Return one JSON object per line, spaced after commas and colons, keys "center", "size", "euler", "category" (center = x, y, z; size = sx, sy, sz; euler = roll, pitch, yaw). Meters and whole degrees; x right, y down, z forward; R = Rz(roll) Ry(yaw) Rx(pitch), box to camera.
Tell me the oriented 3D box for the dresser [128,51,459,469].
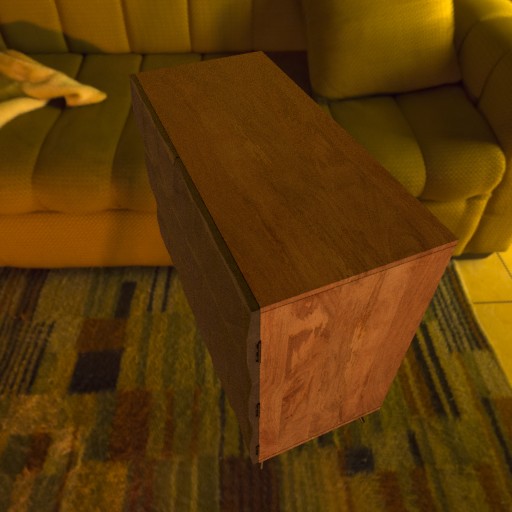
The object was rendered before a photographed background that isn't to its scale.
{"center": [0.000, 0.000, 1.405], "size": [0.446, 0.847, 0.967], "euler": [-17, 49, -16], "category": "dresser"}
